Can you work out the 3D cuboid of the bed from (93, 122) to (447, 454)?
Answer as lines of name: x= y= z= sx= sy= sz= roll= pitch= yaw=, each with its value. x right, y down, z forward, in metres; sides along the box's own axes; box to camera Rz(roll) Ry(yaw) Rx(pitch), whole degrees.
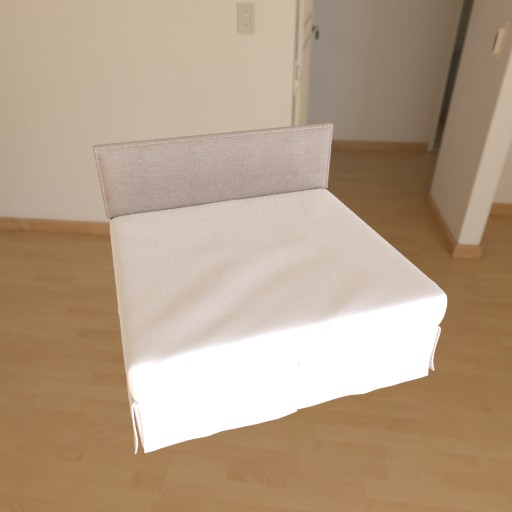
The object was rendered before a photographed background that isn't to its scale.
bed: x=0.000 y=0.000 z=3.360 sx=2.170 sy=1.346 sz=1.914 roll=-10 pitch=33 yaw=-15
